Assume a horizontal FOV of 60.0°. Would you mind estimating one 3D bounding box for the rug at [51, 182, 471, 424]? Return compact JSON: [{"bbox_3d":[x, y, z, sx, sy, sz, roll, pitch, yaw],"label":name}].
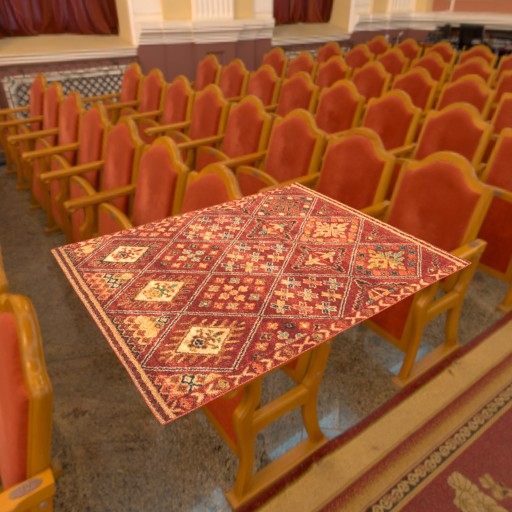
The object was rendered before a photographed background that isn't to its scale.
[{"bbox_3d":[0.000,0.000,4.150,3.086,0.030,2.489,-20,36,-30],"label":"rug"}]
